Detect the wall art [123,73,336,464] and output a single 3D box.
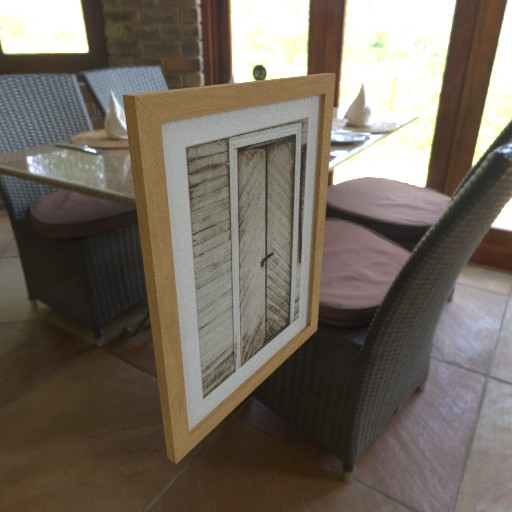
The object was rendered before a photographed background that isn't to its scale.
[{"bbox_3d":[0.000,0.000,0.763,0.020,0.561,0.460,18,31,32],"label":"wall art"}]
